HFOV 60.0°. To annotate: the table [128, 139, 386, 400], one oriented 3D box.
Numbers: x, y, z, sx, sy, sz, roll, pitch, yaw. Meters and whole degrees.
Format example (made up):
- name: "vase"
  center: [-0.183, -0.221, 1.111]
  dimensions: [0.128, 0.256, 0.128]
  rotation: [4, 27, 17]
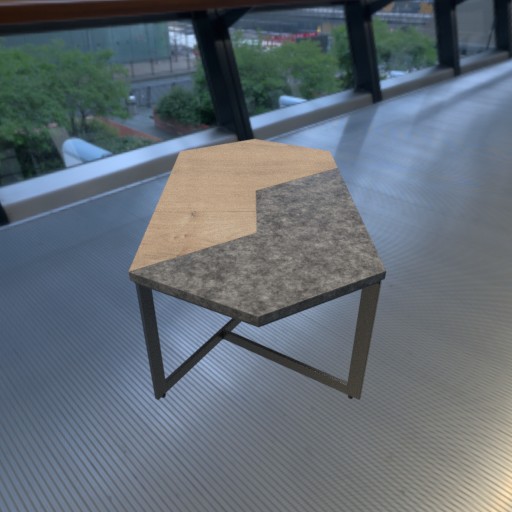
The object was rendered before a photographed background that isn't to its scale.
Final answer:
- name: "table"
  center: [0.000, 0.000, 1.541]
  dimensions: [0.609, 0.457, 1.219]
  rotation: [0, 31, 0]
